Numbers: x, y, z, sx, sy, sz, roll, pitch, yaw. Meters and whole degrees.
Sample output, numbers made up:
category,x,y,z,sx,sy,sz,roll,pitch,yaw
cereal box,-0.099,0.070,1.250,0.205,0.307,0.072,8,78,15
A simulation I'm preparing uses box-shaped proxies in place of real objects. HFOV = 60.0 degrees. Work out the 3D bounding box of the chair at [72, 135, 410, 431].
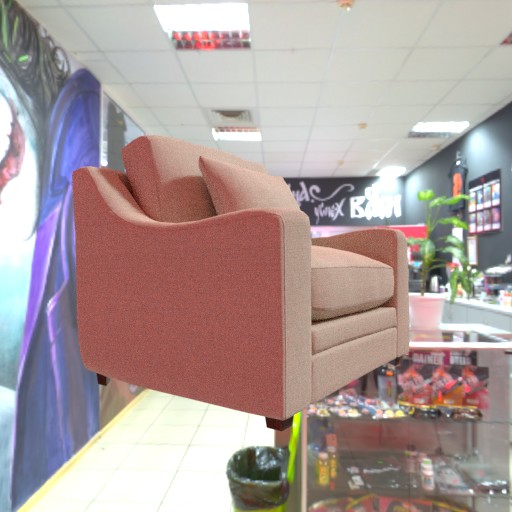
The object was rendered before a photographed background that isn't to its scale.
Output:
category,x,y,z,sx,sy,sz,roll,pitch,yaw
chair,0.000,0.000,1.942,1.009,1.016,1.178,-1,-1,36
